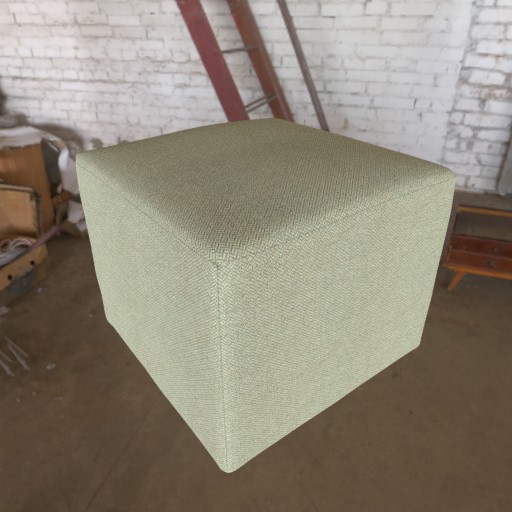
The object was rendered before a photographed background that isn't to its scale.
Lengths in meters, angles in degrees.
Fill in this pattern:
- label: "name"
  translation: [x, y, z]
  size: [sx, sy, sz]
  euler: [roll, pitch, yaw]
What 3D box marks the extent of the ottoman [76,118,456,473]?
- label: "ottoman"
  translation: [0.000, 0.000, 0.900]
  size: [0.512, 0.453, 0.521]
  euler: [-21, 36, -32]
